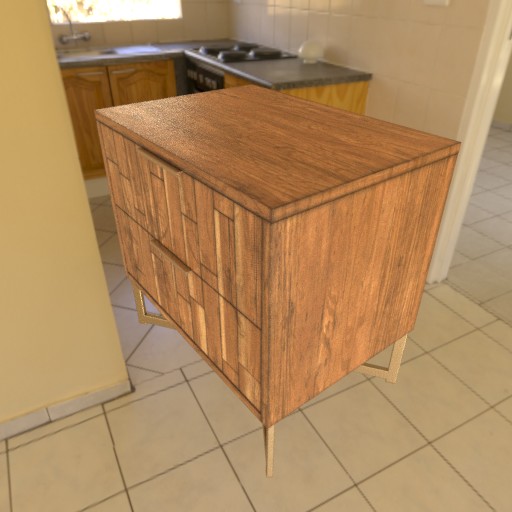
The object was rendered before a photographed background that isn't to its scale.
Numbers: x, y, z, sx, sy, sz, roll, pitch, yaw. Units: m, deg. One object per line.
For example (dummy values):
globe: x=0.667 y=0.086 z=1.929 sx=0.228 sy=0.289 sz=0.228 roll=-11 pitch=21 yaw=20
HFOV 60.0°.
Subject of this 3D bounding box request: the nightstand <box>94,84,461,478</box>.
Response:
nightstand: x=0.000 y=0.000 z=1.033 sx=0.446 sy=0.610 sz=0.610 roll=-23 pitch=39 yaw=-31
